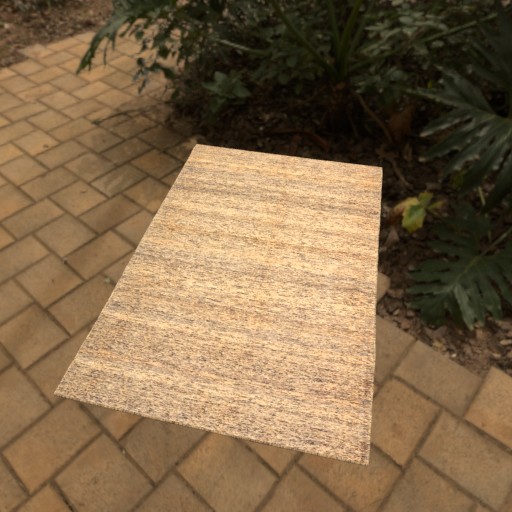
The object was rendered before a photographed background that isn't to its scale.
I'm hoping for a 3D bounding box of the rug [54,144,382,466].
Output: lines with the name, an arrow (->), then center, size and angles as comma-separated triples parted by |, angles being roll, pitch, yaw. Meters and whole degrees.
rug -> 0.000, 0.000, 2.281 | 1.243, 0.014, 1.846 | 9, 47, 9
